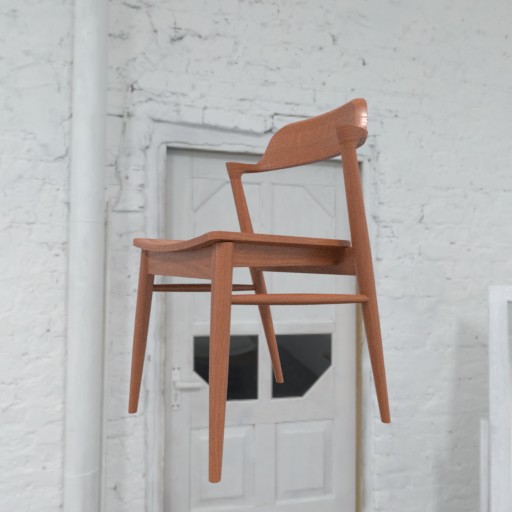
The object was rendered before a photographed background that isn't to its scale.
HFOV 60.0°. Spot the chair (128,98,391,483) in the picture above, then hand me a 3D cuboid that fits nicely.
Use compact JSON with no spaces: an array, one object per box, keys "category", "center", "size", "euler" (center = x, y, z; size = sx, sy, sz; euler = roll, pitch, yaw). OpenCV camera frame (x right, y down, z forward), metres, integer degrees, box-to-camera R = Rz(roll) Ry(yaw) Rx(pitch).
[{"category":"chair","center":[0.000,0.000,1.101],"size":[0.499,0.801,0.496],"euler":[0,0,-35]}]
